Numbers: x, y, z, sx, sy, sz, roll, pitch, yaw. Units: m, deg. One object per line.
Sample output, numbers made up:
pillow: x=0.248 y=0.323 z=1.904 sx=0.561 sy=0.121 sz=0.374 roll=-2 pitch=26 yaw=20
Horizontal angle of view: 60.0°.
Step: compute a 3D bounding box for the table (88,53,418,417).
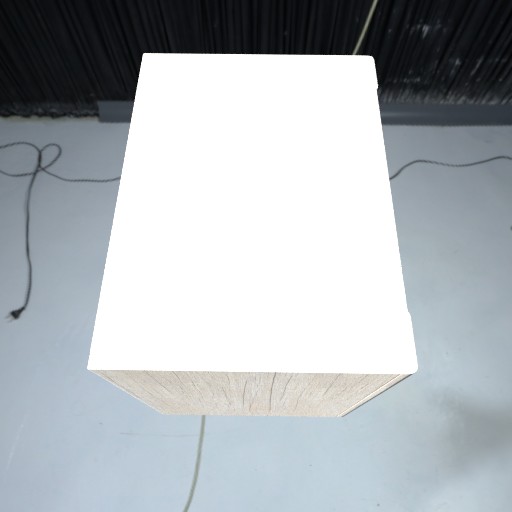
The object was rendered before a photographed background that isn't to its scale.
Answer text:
table: x=0.000 y=0.000 z=0.913 sx=0.420 sy=0.510 sz=0.570 roll=1 pitch=64 yaw=0
